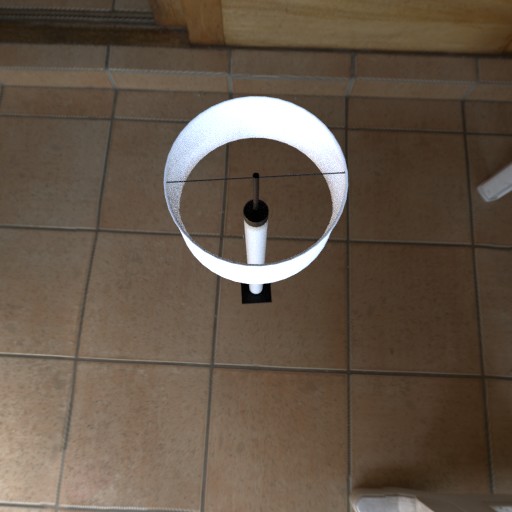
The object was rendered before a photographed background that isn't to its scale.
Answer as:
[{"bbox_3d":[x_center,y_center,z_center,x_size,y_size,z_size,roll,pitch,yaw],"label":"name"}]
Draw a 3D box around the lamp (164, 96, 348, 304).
[{"bbox_3d":[0.000,0.000,1.710,0.420,1.475,0.420,-3,76,-1],"label":"lamp"}]
